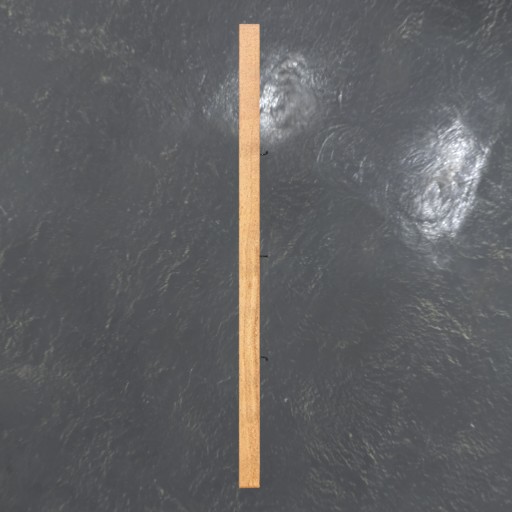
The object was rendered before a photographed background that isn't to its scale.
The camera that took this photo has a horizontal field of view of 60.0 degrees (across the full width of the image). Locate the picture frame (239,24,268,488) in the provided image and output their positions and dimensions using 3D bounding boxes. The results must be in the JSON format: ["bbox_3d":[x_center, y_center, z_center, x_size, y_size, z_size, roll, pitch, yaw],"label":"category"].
[{"bbox_3d":[0.000,0.000,0.674,0.045,0.234,0.582,0,90,-1],"label":"picture frame"}]
